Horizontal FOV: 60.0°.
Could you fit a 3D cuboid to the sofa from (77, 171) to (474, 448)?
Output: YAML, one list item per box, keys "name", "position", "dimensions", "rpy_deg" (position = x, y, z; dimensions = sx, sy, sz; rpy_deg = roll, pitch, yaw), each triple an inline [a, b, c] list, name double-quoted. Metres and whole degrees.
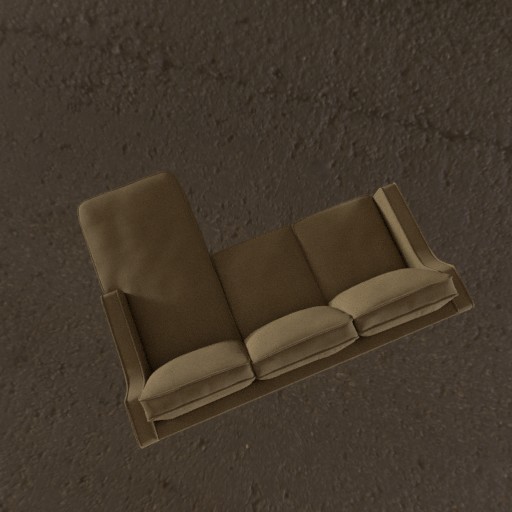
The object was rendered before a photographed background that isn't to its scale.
- name: "sofa"
  position: [0.000, 0.000, 3.301]
  dimensions: [2.317, 1.066, 1.858]
  rpy_deg: [-21, 77, -5]
